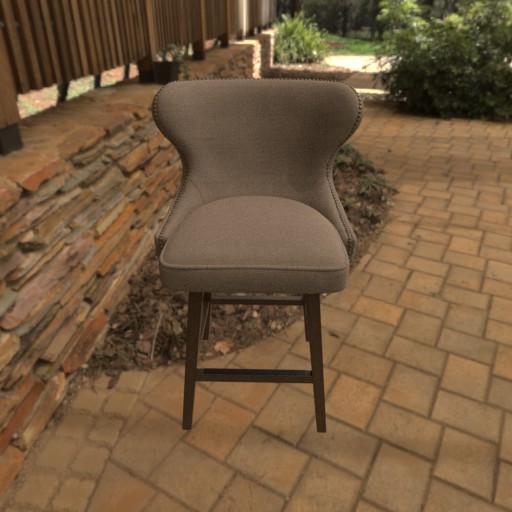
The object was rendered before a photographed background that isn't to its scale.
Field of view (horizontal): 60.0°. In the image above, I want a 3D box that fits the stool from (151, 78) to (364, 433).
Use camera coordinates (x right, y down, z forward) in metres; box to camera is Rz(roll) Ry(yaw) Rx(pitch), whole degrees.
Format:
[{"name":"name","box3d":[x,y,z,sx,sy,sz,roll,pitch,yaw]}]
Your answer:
[{"name":"stool","box3d":[0.000,0.000,1.384,0.615,0.972,0.597,1,30,1]}]
